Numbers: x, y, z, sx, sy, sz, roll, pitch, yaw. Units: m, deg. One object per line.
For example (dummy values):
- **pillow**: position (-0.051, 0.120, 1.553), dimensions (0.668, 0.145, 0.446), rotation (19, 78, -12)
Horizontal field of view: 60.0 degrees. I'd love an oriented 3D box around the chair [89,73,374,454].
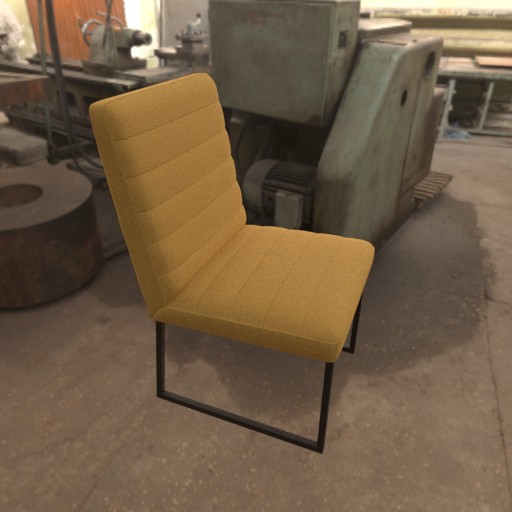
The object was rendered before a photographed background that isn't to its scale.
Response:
- **chair**: position (0.000, 0.000, 1.311), dimensions (0.634, 0.930, 0.520), rotation (12, 32, 19)
